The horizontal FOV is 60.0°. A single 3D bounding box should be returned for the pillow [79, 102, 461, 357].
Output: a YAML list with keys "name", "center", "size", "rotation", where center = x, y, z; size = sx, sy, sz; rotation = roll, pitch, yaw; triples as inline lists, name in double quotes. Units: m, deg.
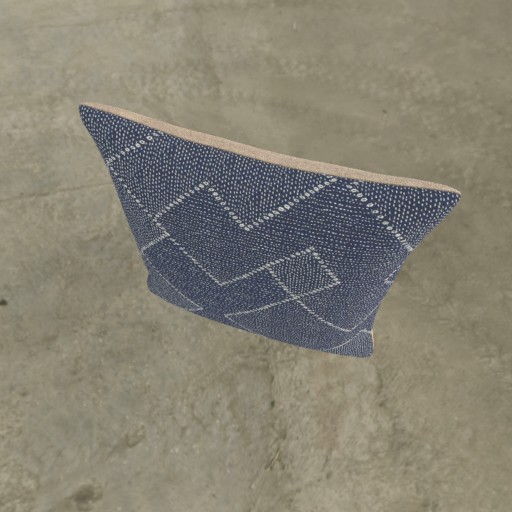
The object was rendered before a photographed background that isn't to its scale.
- name: "pillow"
  center: [0.000, 0.000, 0.649]
  size: [0.435, 0.428, 0.148]
  rotation: [16, 58, 10]
